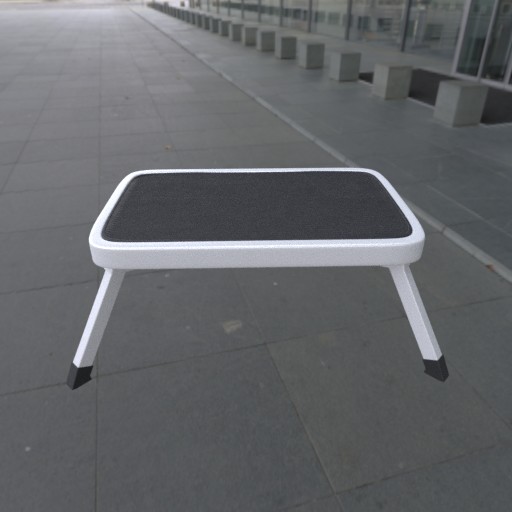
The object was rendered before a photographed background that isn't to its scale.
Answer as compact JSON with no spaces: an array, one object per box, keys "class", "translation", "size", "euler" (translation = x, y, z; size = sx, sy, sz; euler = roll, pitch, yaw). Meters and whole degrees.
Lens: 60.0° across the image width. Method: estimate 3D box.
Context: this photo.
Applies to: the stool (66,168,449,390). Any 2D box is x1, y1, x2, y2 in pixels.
[{"class":"stool","translation":[0.000,0.000,0.617],"size":[0.460,0.170,0.320],"euler":[-1,31,-1]}]
